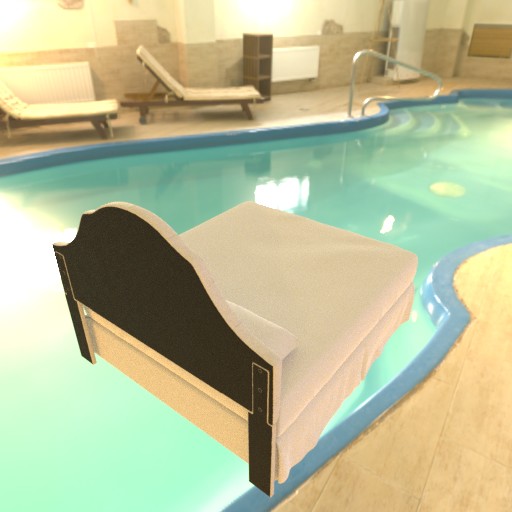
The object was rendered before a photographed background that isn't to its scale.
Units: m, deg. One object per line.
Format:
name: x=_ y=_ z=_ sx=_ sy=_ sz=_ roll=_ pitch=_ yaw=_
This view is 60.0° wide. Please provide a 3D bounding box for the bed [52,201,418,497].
bed: x=0.000 y=0.000 z=3.499 sx=2.008 sy=1.615 sz=2.214 roll=22 pitch=37 yaw=32
